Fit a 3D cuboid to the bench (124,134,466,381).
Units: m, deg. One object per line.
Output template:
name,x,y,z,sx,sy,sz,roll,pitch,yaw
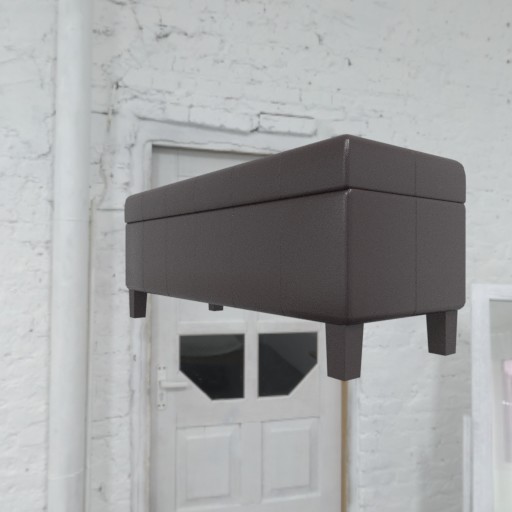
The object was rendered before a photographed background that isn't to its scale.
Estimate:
bench,0.000,0.000,1.348,0.429,0.457,1.092,0,0,-37
